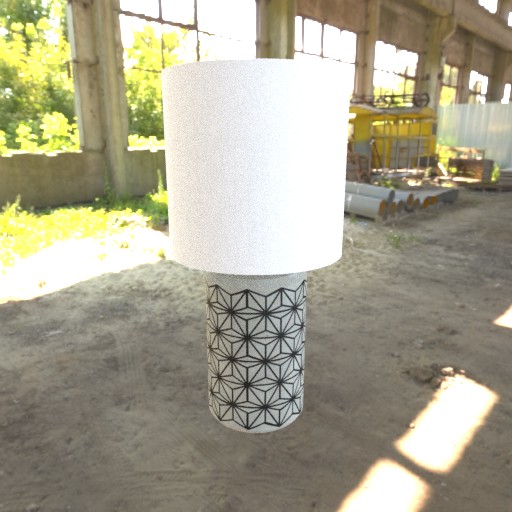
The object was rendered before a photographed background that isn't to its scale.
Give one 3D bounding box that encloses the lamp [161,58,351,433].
[{"bbox_3d":[0.000,0.000,0.545,0.206,0.416,0.206,2,15,8],"label":"lamp"}]
